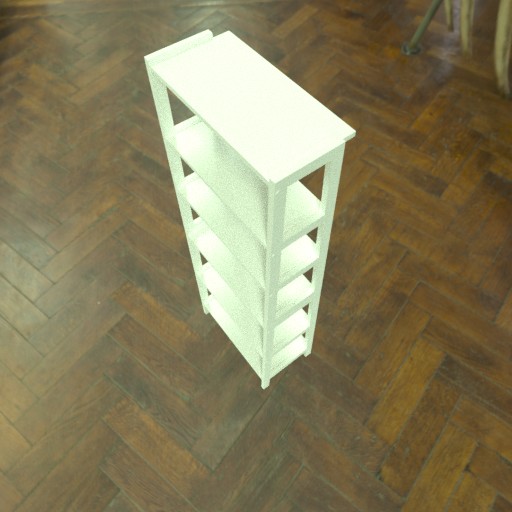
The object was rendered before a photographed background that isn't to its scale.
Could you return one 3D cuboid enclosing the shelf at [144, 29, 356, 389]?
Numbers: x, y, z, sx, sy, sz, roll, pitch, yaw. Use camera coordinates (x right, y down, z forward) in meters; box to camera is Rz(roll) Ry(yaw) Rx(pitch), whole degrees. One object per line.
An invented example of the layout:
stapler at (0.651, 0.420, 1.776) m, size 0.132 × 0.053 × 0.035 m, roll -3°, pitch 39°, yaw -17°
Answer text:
shelf at (0.000, 0.000, 2.109) m, size 0.381 × 1.892 × 0.660 m, roll -33°, pitch 64°, yaw -19°
